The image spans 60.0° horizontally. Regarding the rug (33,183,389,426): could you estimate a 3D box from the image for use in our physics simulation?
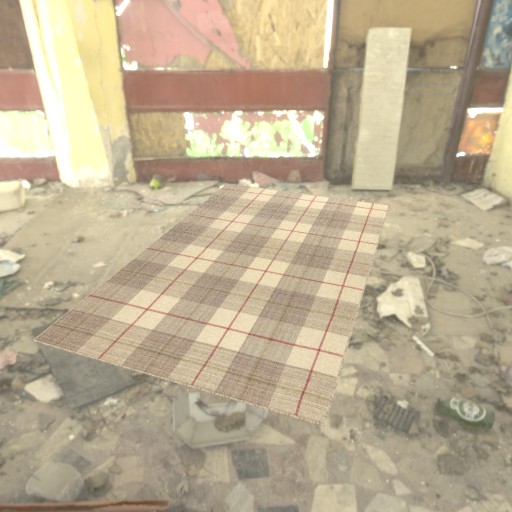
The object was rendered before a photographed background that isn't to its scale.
[{"bbox_3d":[0.000,0.000,3.058,1.549,0.010,2.464,10,31,18],"label":"rug"}]
